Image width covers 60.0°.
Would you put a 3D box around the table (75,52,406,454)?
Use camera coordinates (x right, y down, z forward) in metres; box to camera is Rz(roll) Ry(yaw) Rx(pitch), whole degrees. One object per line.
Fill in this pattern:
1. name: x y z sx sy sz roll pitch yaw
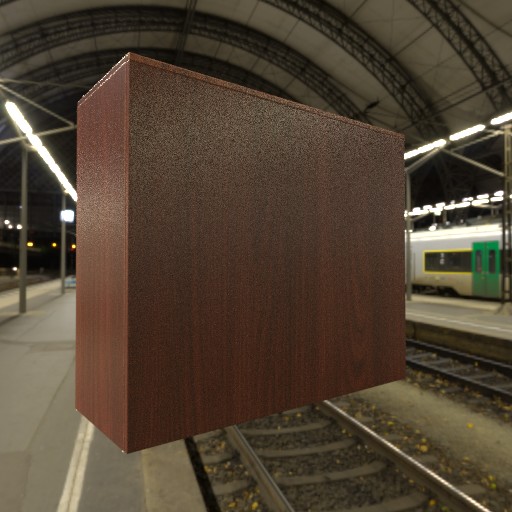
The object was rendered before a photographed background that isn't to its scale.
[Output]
1. table: 0.000 0.000 1.302 0.930 0.790 0.380 1 -1 -38
